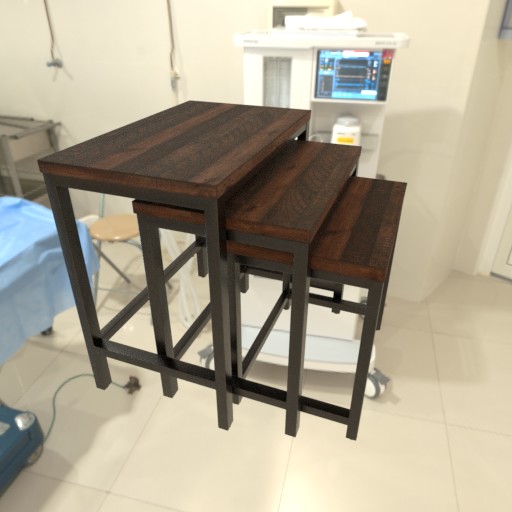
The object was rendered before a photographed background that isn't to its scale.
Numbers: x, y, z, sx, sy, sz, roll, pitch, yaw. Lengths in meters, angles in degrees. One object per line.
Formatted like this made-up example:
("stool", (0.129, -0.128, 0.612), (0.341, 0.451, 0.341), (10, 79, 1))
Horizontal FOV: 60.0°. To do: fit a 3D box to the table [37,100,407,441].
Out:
("table", (0.000, 0.000, 1.139), (0.660, 0.616, 0.608), (11, 32, 18))
